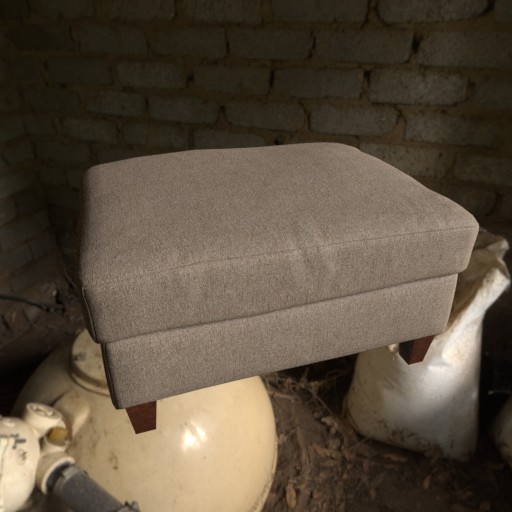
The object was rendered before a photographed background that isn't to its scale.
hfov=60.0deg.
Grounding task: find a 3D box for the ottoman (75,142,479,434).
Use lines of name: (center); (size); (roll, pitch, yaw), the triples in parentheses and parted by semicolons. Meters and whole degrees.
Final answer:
ottoman: (0.000, 0.000, 1.259); (0.889, 0.511, 0.692); (-9, 31, -16)
